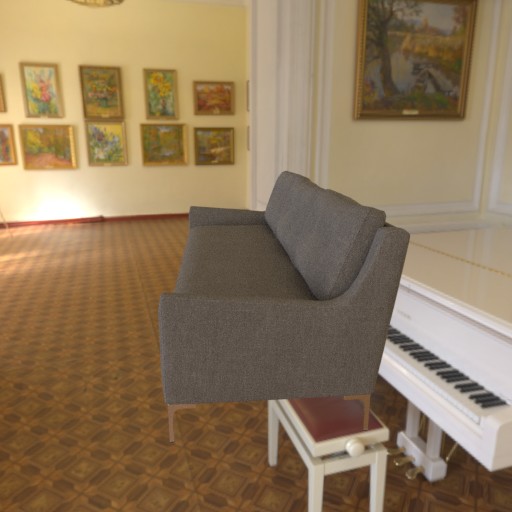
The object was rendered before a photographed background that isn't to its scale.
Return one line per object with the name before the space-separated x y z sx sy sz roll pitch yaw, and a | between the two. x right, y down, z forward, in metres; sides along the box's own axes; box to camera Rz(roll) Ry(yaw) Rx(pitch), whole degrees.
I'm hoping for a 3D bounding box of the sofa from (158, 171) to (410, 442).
sofa | 0.000 0.000 2.493 0.849 0.837 2.060 -1 15 -5
